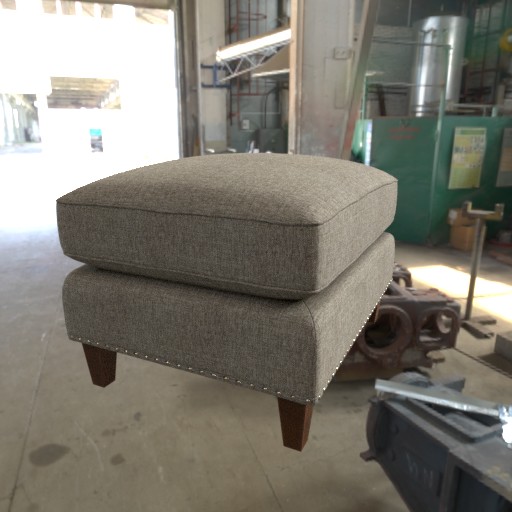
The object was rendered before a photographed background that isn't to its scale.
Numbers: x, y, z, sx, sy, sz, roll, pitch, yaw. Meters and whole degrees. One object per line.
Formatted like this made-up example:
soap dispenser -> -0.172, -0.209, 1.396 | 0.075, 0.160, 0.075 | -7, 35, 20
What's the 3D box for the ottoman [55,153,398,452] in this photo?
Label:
ottoman -> 0.000, 0.000, 1.138 | 0.584, 0.513, 0.741 | 7, 17, 25
